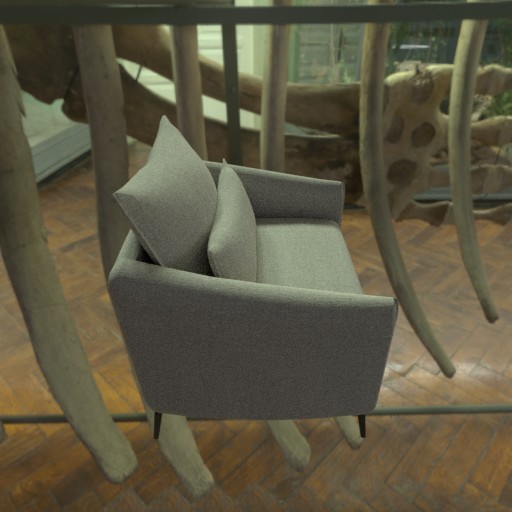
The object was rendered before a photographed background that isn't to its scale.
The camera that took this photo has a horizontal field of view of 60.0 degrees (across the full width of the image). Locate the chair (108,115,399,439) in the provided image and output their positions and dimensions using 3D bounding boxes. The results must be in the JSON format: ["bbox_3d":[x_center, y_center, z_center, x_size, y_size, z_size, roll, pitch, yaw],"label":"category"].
[{"bbox_3d":[0.000,0.000,1.661,0.801,0.856,1.029,0,32,0],"label":"chair"}]
